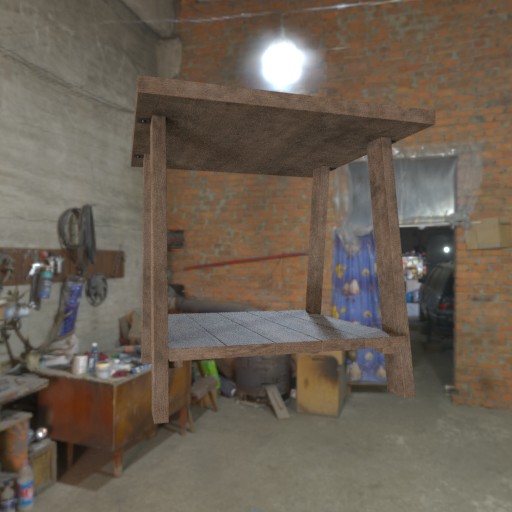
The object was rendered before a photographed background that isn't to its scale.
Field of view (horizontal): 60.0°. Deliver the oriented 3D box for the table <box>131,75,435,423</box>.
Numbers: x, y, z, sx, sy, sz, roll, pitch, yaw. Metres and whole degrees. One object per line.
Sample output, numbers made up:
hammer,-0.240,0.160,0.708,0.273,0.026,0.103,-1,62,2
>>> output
table,0.000,0.000,1.136,0.610,0.610,0.610,0,-1,-17
